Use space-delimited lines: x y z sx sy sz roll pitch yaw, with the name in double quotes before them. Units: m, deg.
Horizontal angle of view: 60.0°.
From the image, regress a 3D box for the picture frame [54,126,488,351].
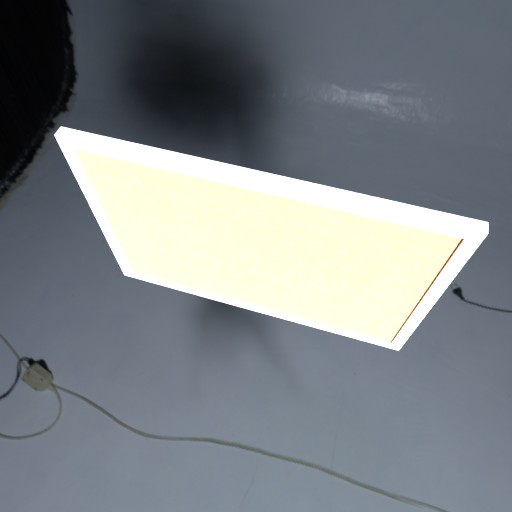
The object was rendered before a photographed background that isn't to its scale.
"picture frame" 0.000 0.000 1.212 0.950 0.640 0.029 14 59 9
